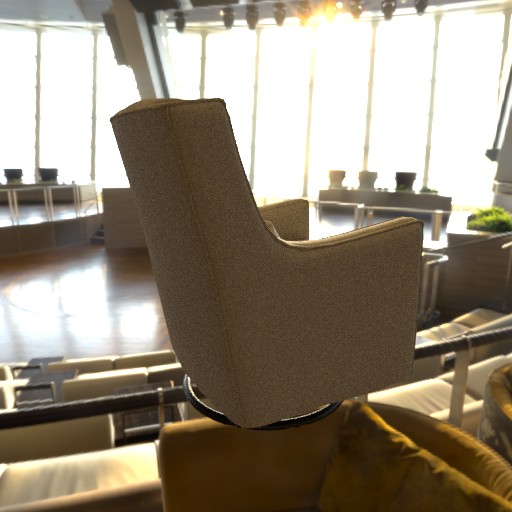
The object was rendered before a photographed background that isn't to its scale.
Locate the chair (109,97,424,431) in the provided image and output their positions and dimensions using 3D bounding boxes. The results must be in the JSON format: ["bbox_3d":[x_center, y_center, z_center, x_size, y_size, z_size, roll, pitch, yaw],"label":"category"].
[{"bbox_3d":[0.000,0.000,1.543,0.879,0.993,0.732,-7,15,-27],"label":"chair"}]
